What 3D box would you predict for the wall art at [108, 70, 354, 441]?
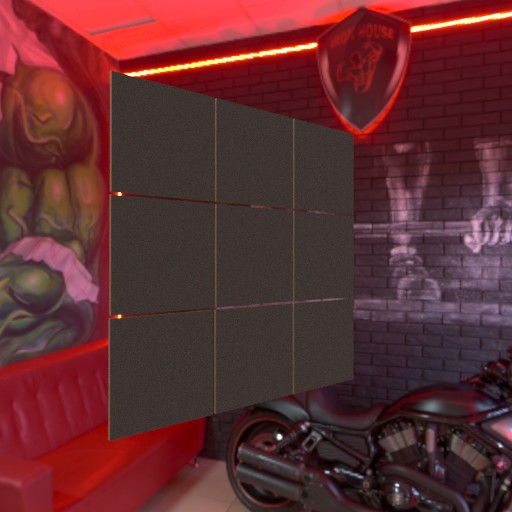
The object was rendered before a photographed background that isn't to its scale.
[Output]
[{"bbox_3d":[0.000,0.000,2.291,1.527,1.521,0.017,0,0,-38],"label":"wall art"}]
